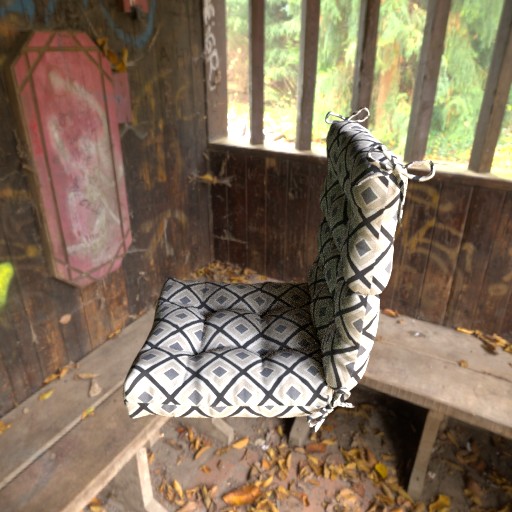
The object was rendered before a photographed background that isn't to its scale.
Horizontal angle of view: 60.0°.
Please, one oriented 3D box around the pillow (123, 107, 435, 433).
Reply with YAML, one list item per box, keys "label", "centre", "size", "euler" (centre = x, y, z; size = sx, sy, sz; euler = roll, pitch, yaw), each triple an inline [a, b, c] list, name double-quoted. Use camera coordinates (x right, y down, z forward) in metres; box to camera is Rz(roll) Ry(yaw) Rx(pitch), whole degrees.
- label: "pillow"
  centre: [0.000, 0.000, 1.028]
  size: [0.571, 0.605, 0.519]
  euler: [0, 26, 1]
